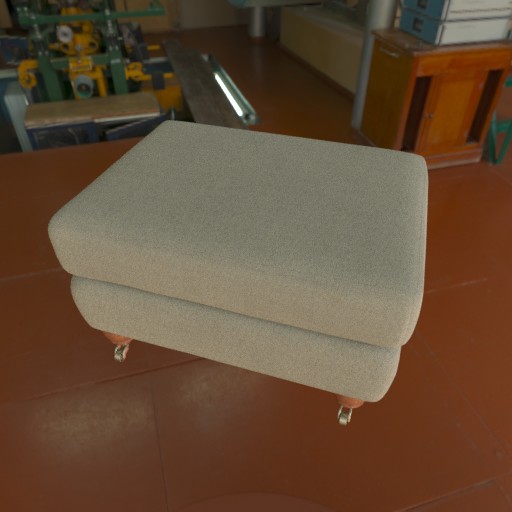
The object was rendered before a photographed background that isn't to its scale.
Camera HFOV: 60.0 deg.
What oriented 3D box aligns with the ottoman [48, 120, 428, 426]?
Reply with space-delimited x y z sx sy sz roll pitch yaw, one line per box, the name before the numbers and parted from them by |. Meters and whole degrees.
ottoman | 0.000 0.000 1.153 0.773 0.504 0.569 12 42 13
